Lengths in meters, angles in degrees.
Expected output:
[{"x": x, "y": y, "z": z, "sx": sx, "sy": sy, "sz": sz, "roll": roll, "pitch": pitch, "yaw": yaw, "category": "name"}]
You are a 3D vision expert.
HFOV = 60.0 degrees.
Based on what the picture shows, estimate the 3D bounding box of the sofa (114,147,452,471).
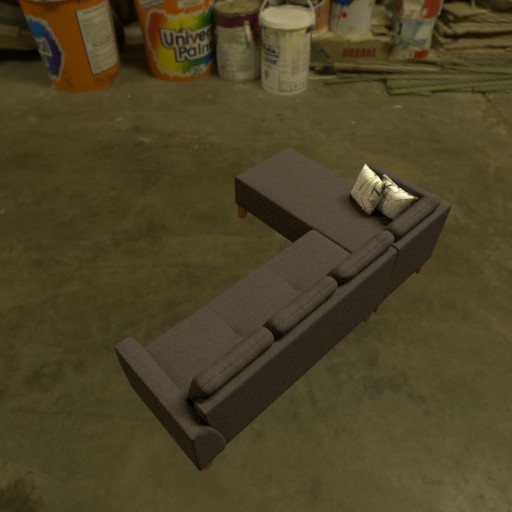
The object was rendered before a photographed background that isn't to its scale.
[{"x": 0.000, "y": 0.000, "z": 3.625, "sx": 2.679, "sy": 0.932, "sz": 1.829, "roll": -34, "pitch": 55, "yaw": -28, "category": "sofa"}]
